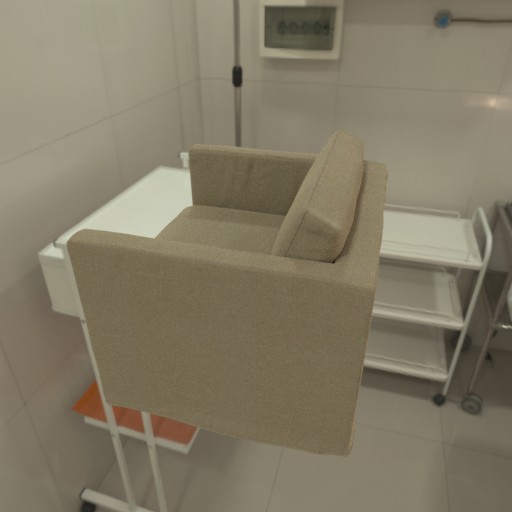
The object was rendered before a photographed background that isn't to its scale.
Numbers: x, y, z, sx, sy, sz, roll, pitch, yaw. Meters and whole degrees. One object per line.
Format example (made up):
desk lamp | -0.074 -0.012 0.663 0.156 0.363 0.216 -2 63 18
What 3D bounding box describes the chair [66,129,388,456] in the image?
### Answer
chair | 0.000 0.000 1.784 0.949 0.863 1.057 8 32 13
